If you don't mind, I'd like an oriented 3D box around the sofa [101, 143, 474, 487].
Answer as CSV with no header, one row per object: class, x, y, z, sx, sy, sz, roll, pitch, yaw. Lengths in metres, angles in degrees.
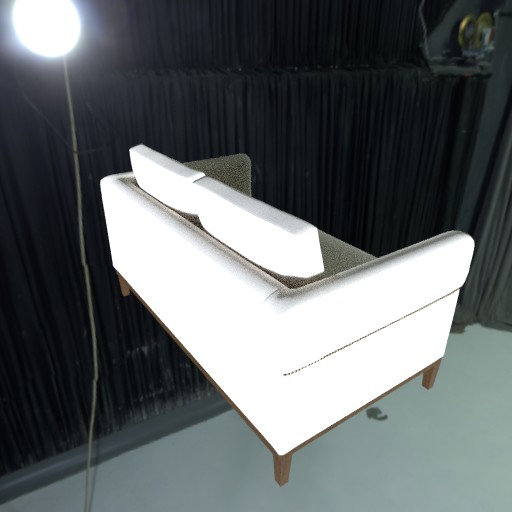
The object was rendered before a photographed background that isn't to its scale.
sofa,0.000,0.000,2.073,0.905,0.873,1.598,-17,31,-31
